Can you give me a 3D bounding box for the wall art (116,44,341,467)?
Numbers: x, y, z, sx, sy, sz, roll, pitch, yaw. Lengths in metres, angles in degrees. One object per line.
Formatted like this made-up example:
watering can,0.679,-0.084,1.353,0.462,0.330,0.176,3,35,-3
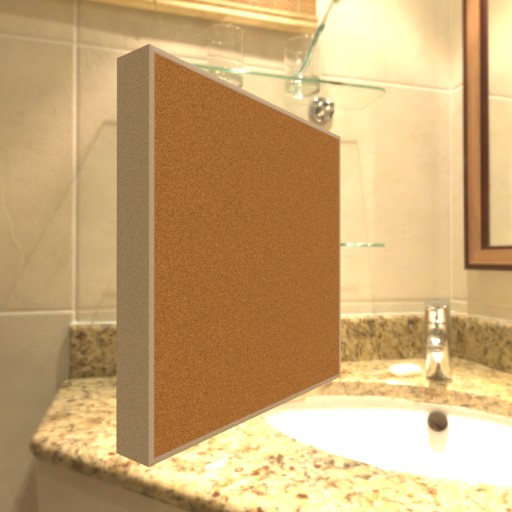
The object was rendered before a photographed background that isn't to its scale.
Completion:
wall art,0.000,0.000,0.451,0.038,0.304,0.305,0,0,37
